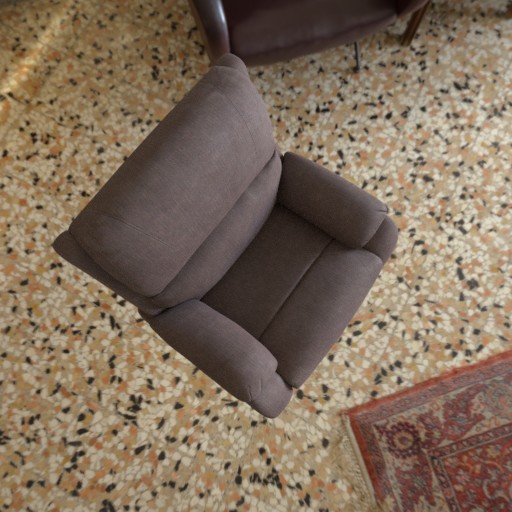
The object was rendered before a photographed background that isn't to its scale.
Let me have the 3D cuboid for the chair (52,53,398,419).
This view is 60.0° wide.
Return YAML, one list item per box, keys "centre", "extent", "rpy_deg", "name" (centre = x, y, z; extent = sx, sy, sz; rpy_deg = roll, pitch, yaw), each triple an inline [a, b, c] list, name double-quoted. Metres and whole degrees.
- centre: [0.000, 0.000, 1.721]
  extent: [0.899, 1.011, 0.930]
  rpy_deg: [36, 78, 9]
  name: "chair"
